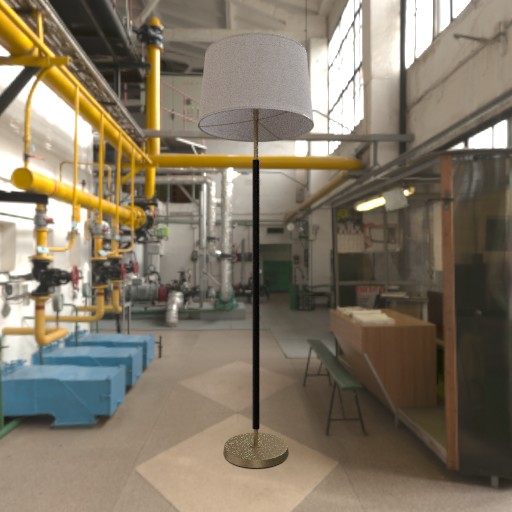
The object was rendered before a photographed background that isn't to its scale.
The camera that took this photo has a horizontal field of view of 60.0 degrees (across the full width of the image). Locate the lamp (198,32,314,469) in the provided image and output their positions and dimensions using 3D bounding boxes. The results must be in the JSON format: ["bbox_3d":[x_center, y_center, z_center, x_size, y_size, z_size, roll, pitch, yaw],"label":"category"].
[{"bbox_3d":[0.000,0.000,1.619,0.420,1.447,0.420,0,0,0],"label":"lamp"}]
